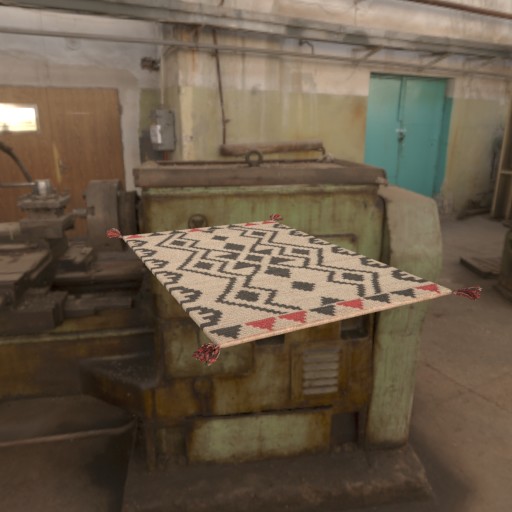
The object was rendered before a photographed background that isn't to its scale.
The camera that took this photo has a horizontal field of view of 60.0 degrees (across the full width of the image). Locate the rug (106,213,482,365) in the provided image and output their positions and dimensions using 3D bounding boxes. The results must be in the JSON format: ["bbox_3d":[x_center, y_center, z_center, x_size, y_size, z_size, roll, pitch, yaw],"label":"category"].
[{"bbox_3d":[0.000,0.000,2.659,1.444,0.067,2.069,-8,18,-25],"label":"rug"}]
